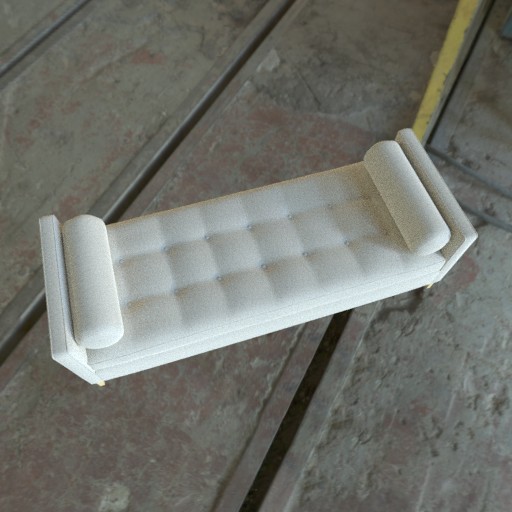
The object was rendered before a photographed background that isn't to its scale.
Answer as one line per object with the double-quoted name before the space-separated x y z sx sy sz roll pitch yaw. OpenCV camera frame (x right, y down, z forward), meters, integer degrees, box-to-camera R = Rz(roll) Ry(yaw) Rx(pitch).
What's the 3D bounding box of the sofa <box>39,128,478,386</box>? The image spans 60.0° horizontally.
"sofa" 0.000 0.000 2.368 1.985 0.641 0.746 -15 63 -8
